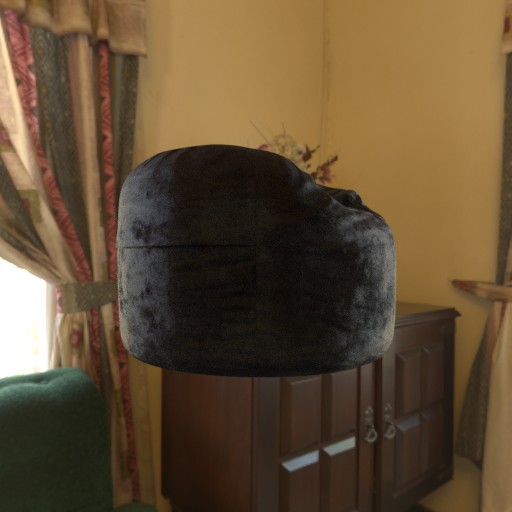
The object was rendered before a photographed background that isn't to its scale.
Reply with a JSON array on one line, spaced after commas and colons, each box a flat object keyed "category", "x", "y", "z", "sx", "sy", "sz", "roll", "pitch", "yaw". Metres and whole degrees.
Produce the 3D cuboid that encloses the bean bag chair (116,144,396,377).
[{"category": "bean bag chair", "x": 0.000, "y": 0.000, "z": 1.516, "sx": 0.918, "sy": 0.616, "sz": 0.918, "roll": 0, "pitch": 0, "yaw": 0}]
